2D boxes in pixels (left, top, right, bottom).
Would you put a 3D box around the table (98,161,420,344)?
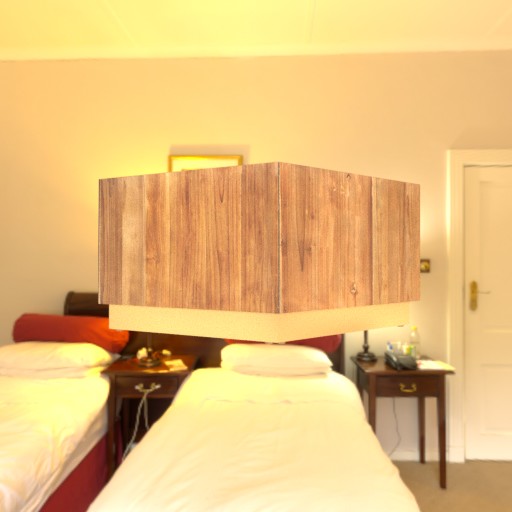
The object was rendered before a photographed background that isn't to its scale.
[{"bbox_3d":[0.000,0.000,1.656,1.154,0.456,1.000,0,0,-36],"label":"table"}]
